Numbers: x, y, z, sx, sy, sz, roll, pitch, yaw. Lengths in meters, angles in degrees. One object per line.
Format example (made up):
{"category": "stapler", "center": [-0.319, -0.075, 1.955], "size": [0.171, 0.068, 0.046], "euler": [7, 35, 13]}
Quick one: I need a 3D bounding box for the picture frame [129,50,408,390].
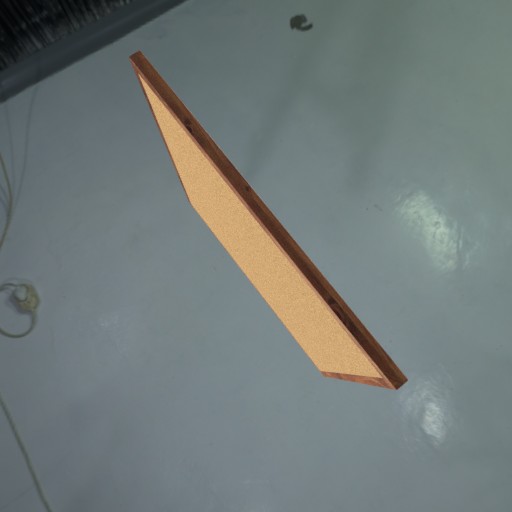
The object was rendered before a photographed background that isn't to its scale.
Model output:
{"category": "picture frame", "center": [0.000, 0.000, 1.213], "size": [0.029, 0.817, 0.810], "euler": [-37, 79, -8]}
